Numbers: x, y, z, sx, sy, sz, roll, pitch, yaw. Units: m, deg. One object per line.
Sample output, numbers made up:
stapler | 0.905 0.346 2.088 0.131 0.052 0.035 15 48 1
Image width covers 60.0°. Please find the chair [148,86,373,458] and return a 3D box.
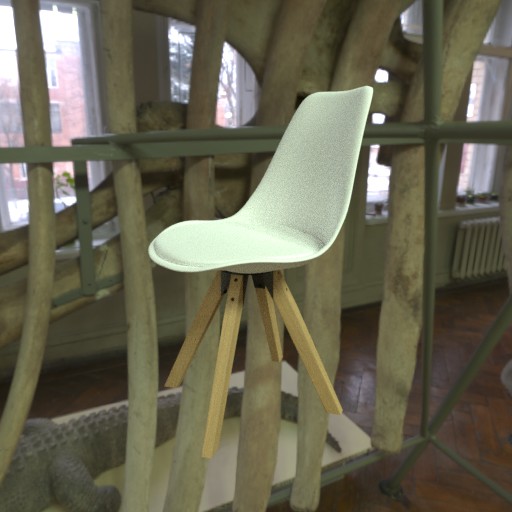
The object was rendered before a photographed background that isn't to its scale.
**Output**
chair | 0.000 0.000 1.176 0.550 0.849 0.485 -8 18 -25
